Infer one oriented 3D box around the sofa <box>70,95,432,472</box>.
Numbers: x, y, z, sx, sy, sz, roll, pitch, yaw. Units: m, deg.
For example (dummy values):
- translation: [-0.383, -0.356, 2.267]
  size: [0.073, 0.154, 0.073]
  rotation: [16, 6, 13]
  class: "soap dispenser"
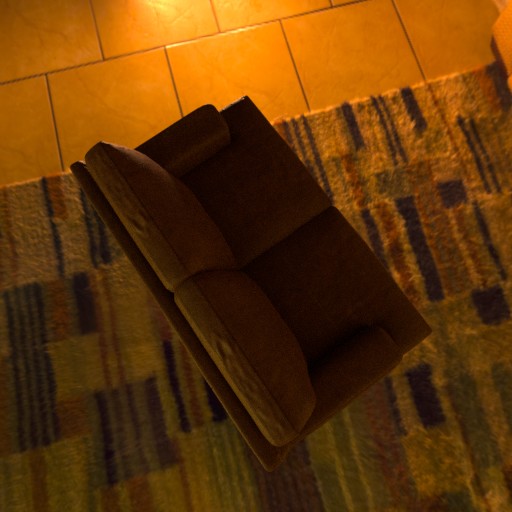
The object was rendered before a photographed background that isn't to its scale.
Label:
- translation: [0.000, 0.000, 2.482]
  size: [1.143, 0.939, 1.880]
  rotation: [-34, 79, -8]
  class: "sofa"
